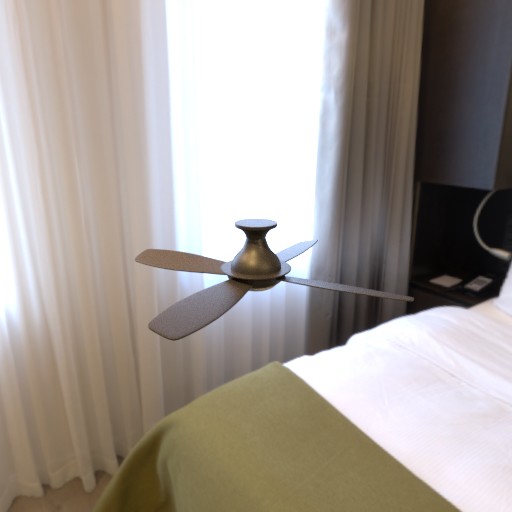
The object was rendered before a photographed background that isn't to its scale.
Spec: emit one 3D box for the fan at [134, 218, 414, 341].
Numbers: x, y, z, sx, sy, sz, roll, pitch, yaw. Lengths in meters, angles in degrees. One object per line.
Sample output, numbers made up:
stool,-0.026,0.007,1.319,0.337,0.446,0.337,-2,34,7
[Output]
fan,0.000,0.000,2.465,1.694,0.382,1.694,8,18,26
